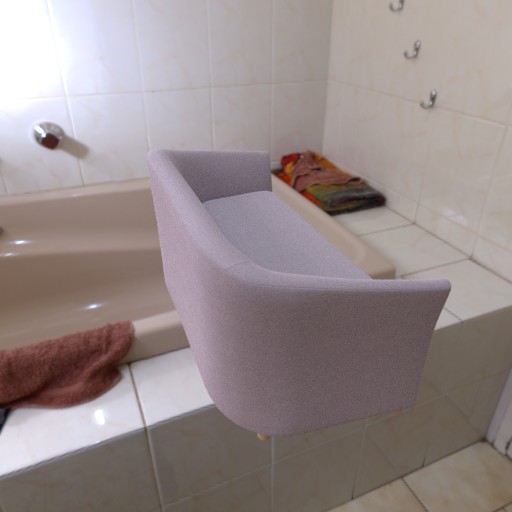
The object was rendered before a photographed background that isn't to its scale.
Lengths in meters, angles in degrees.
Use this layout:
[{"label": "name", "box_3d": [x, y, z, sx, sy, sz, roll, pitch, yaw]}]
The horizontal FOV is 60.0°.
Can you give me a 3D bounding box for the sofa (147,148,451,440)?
[{"label": "sofa", "box_3d": [0.000, 0.000, 1.890, 0.705, 0.721, 1.452, -11, 31, -18]}]
